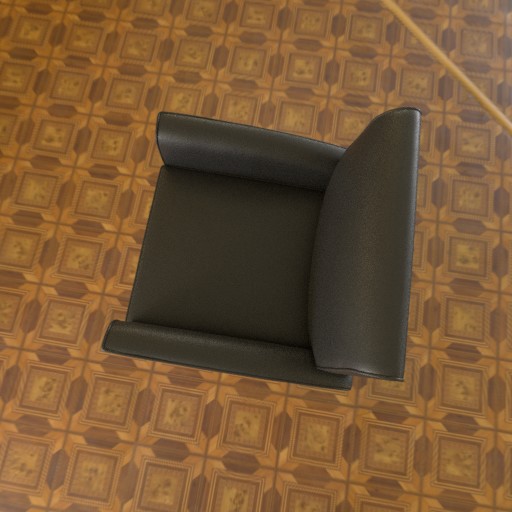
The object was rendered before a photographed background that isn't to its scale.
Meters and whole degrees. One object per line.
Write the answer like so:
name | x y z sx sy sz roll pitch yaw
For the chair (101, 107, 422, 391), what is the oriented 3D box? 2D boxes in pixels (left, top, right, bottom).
chair | 0.000 0.000 1.559 0.819 0.916 0.820 9 75 2
